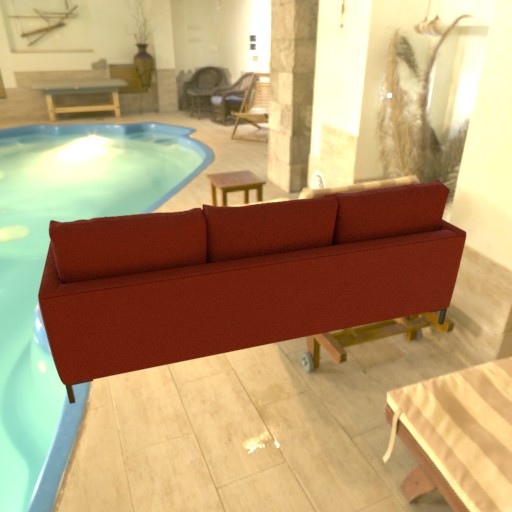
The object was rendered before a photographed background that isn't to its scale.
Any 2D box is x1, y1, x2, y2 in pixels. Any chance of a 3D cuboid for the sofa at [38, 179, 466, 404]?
[{"bbox_3d":[0.000,0.000,2.626,2.252,0.879,0.875,-8,27,-16],"label":"sofa"}]
